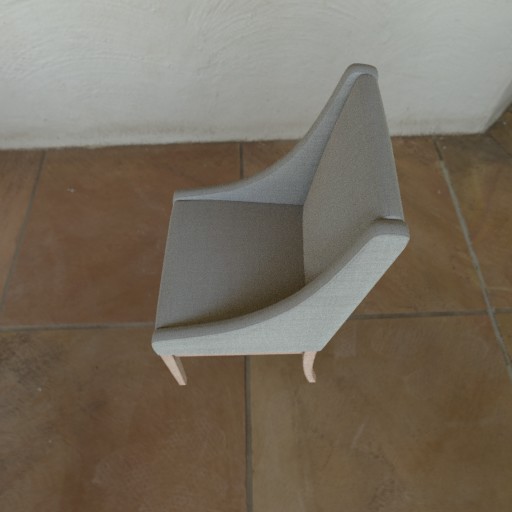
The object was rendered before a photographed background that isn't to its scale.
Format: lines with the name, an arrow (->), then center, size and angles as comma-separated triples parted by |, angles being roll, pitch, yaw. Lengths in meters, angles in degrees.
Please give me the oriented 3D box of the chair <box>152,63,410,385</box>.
chair -> 0.000, 0.000, 1.406 | 0.611, 1.021, 0.575 | 1, 58, 1
